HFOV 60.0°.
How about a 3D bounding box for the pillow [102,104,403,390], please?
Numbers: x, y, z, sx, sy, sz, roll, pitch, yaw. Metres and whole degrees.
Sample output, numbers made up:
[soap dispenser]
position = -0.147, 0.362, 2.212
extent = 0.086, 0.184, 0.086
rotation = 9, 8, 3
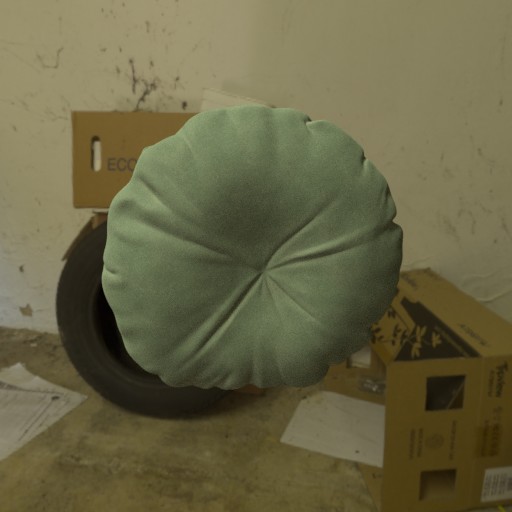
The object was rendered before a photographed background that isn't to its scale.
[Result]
[pillow]
position = 0.000, 0.000, 0.629
extent = 0.428, 0.407, 0.148
rotation = -3, 17, -9
